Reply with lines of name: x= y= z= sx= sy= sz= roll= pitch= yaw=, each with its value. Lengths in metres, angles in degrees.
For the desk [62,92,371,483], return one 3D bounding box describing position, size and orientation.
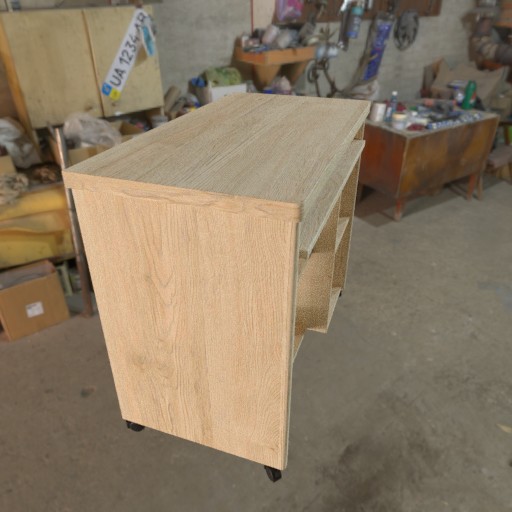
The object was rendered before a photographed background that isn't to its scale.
desk: x=0.000 y=0.000 z=1.337 sx=0.480 sy=0.770 sz=0.885 roll=10 pitch=32 yaw=17
